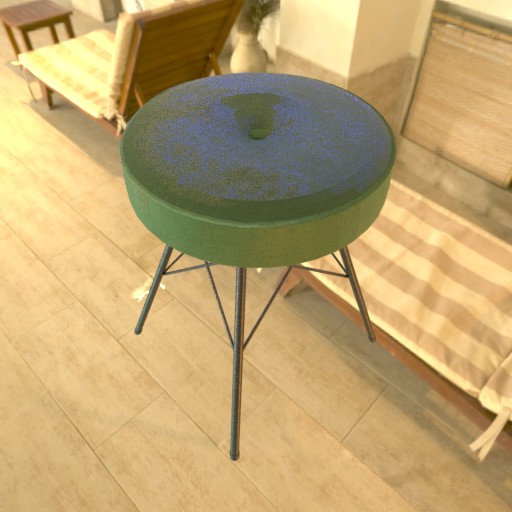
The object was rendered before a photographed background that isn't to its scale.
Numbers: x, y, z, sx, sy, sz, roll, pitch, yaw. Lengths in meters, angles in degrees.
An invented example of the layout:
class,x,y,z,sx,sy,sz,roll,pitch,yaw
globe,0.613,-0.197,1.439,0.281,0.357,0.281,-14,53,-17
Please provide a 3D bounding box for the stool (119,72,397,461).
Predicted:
class,x,y,z,sx,sy,sz,roll,pitch,yaw
stool,0.000,0.000,0.895,0.457,0.595,0.430,-31,54,-26
